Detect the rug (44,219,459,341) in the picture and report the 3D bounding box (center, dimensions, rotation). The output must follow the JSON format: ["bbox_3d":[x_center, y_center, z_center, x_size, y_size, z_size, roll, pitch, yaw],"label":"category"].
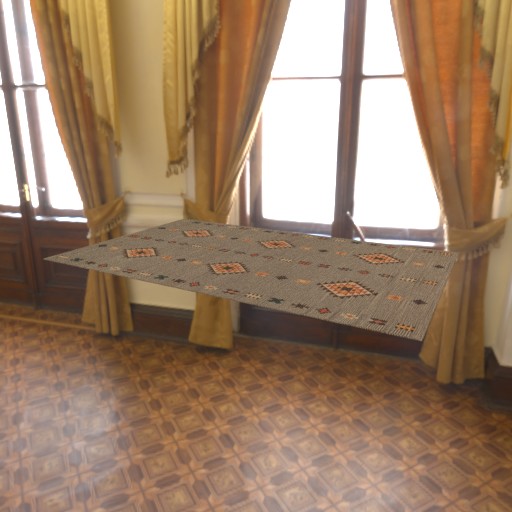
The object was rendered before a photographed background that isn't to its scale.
[{"bbox_3d":[0.000,0.000,3.049,2.427,0.007,1.515,9,19,28],"label":"rug"}]
